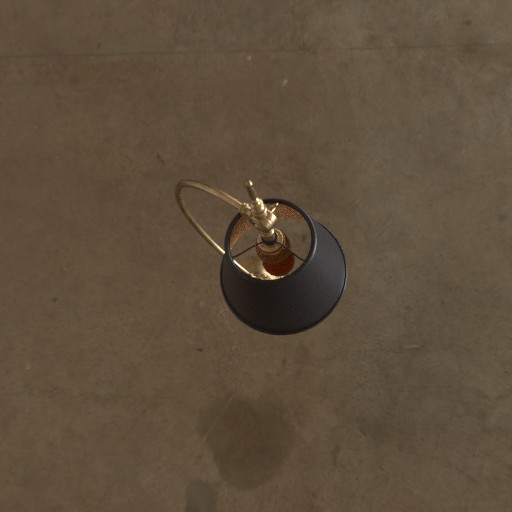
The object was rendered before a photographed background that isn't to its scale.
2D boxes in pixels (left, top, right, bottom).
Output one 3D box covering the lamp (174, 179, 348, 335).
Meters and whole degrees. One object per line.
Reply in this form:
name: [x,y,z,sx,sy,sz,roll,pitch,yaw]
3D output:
lamp: [0.000,0.000,0.834,0.344,0.675,0.235,34,79,8]
